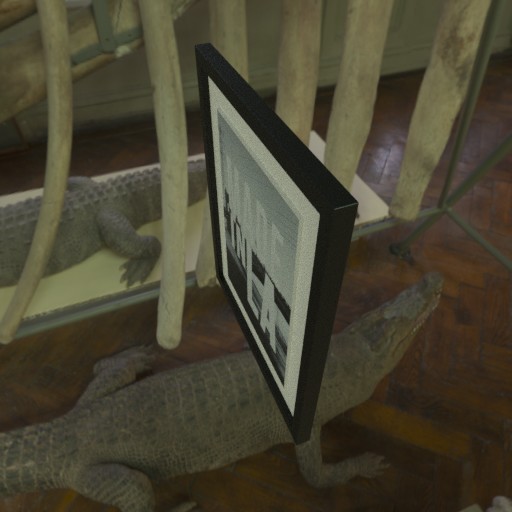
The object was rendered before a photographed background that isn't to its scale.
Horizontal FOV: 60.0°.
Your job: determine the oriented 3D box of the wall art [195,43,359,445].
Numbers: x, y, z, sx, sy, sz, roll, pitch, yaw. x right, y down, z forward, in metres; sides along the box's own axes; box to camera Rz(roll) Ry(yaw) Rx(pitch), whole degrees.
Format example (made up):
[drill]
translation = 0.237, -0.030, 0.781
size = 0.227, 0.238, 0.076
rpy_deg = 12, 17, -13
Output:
[wall art]
translation = 0.000, 0.000, 0.772
size = 0.028, 0.559, 0.457
rpy_deg = -16, 47, -16
